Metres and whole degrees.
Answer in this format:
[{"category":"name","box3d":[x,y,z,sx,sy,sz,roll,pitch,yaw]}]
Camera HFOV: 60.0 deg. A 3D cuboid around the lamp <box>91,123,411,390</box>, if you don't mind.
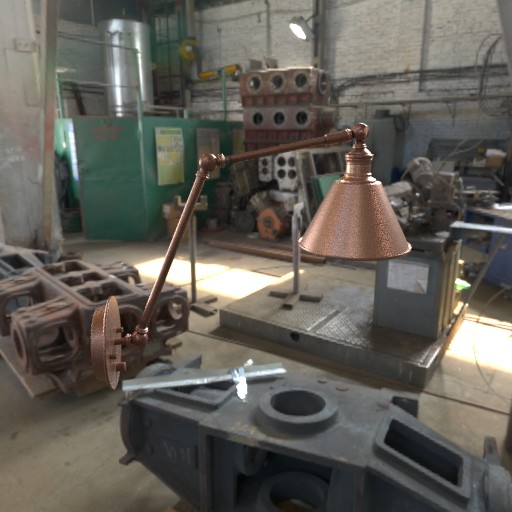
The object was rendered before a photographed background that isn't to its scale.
[{"category":"lamp","box3d":[0.000,0.000,0.873,0.624,0.502,0.223,-3,16,-9]}]
